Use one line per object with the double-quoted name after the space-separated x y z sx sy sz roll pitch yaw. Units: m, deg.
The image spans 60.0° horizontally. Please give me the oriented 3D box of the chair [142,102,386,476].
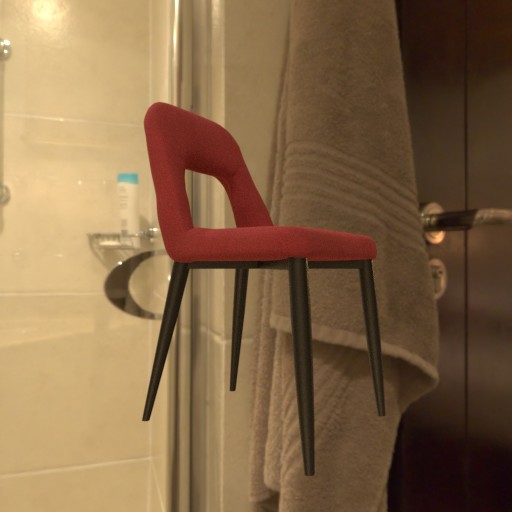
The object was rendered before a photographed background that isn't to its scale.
0.000 0.000 1.209 0.569 0.892 0.483 -1 -1 35 "chair"
